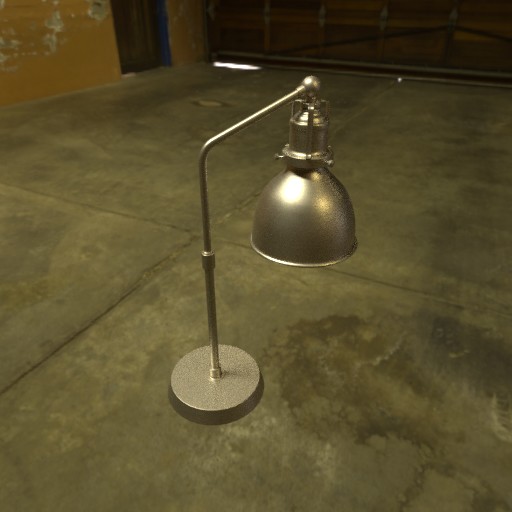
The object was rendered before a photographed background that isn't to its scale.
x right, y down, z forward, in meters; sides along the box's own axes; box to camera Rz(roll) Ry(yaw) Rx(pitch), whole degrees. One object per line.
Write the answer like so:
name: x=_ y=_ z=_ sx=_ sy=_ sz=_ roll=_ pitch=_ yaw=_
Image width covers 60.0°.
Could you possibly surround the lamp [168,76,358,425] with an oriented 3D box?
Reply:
lamp: x=0.000 y=0.000 z=0.608 sx=0.286 sy=0.456 sz=0.153 roll=-9 pitch=32 yaw=-15
